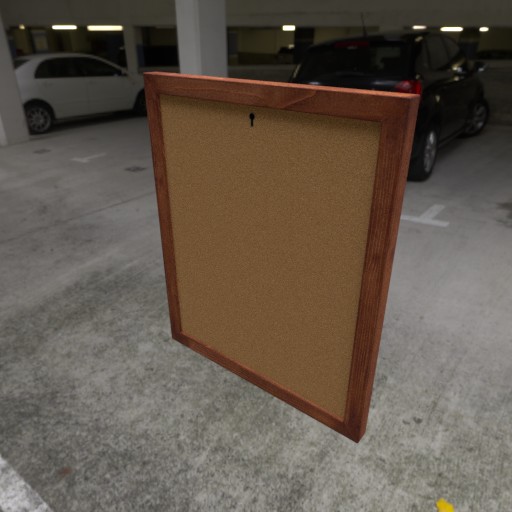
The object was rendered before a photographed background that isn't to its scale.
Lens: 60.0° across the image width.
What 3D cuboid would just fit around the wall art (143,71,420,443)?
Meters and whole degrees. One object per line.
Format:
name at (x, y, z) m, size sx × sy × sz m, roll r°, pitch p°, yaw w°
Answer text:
wall art at (0.000, 0.000, 0.758) m, size 0.462 × 0.558 × 0.030 m, roll 20°, pitch 34°, yaw 33°
